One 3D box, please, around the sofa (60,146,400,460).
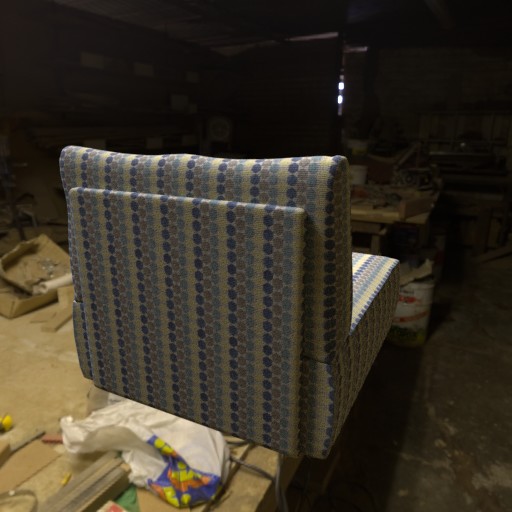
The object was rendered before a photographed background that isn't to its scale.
[{"bbox_3d":[0.000,0.000,1.675,0.930,0.830,1.000,9,19,26],"label":"sofa"}]
